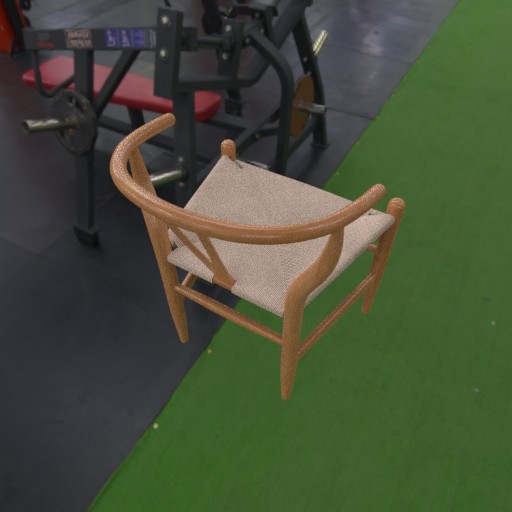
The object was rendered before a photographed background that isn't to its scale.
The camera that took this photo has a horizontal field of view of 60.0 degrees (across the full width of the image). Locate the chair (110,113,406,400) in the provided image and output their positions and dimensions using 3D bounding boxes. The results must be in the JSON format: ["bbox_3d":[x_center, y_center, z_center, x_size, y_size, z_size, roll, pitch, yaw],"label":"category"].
[{"bbox_3d":[0.000,0.000,1.152,0.569,0.730,0.579,24,51,21],"label":"chair"}]
